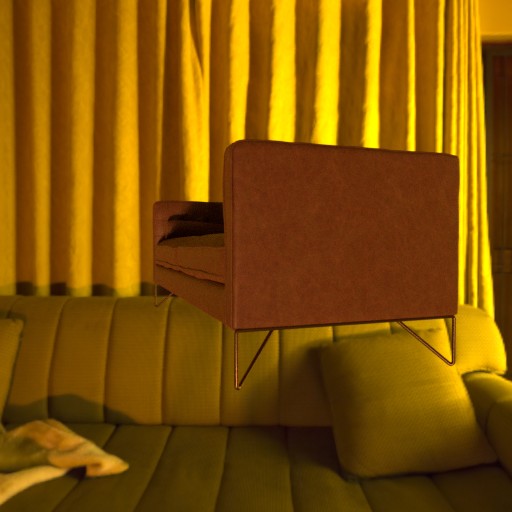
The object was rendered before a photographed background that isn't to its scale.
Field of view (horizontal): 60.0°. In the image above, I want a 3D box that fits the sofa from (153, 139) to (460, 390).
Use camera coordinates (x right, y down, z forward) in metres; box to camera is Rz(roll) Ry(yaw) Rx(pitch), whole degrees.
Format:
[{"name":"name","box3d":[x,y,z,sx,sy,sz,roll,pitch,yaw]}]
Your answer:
[{"name":"sofa","box3d":[0.000,0.000,2.478,0.912,0.798,2.079,0,1,-20]}]
